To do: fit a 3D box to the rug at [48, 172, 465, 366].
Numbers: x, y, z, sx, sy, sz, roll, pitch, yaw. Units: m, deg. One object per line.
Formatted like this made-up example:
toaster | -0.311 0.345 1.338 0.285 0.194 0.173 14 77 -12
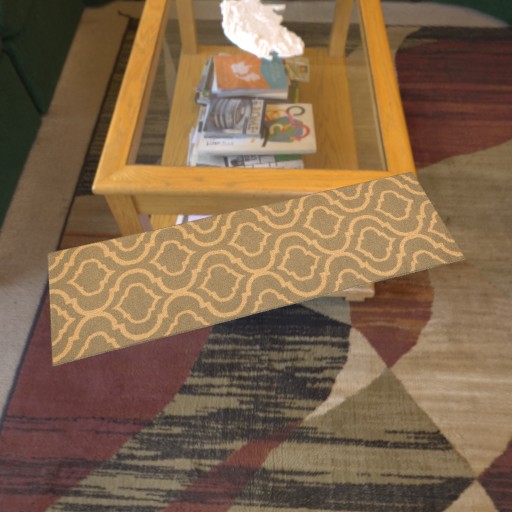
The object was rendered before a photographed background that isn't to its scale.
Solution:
rug | 0.000 0.000 2.515 2.275 0.009 0.684 -14 60 -8
